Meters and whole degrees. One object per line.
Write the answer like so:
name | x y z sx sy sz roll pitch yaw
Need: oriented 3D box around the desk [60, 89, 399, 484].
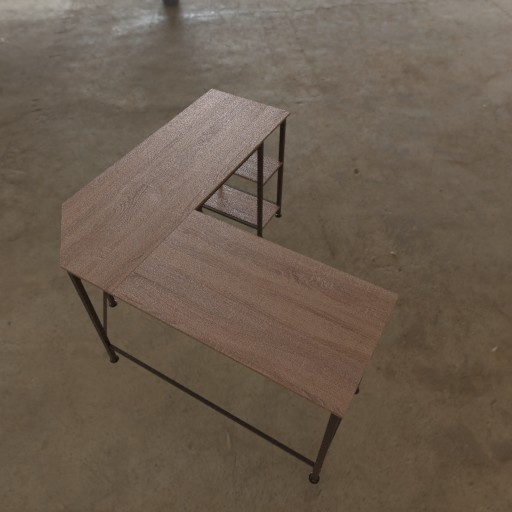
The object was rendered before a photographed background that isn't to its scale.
desk | 0.000 0.000 2.167 1.379 0.739 1.379 23 53 19
